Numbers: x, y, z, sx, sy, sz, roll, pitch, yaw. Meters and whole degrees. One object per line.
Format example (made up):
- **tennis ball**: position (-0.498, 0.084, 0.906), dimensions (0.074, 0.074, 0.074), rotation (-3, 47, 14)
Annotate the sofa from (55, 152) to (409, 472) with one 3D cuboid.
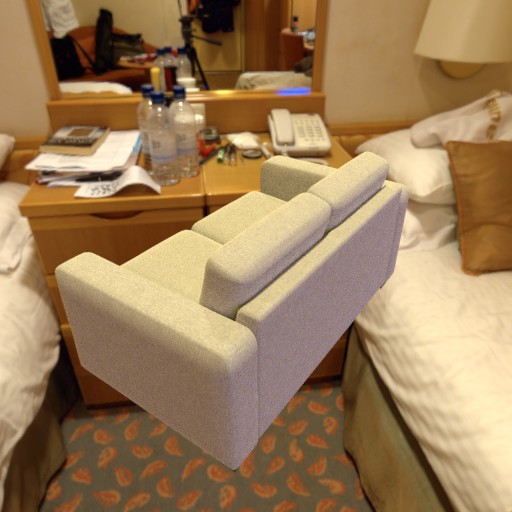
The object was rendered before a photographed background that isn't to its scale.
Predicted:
- **sofa**: position (0.000, 0.000, 2.086), dimensions (0.900, 0.800, 1.540), rotation (21, 38, 29)
